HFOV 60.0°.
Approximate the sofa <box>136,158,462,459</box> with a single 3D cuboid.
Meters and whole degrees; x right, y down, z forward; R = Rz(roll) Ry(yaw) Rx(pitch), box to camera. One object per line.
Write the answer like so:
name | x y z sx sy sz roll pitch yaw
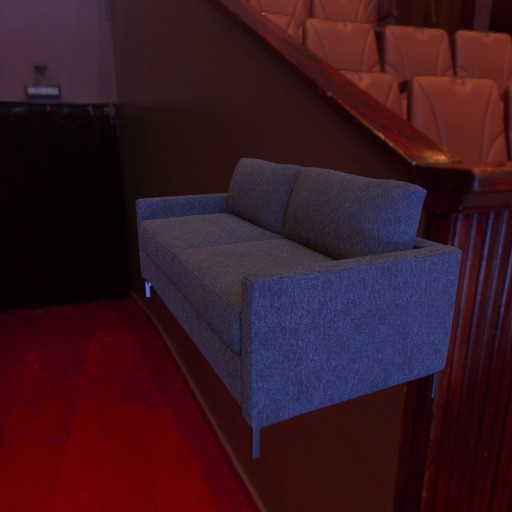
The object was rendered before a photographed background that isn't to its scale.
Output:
sofa | 0.000 0.000 2.205 0.866 0.862 1.716 -8 18 -25
